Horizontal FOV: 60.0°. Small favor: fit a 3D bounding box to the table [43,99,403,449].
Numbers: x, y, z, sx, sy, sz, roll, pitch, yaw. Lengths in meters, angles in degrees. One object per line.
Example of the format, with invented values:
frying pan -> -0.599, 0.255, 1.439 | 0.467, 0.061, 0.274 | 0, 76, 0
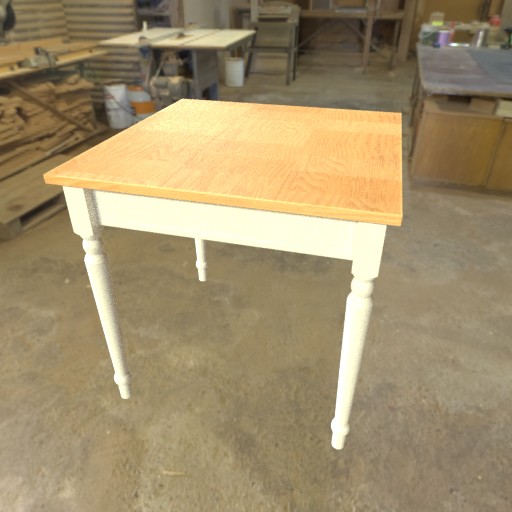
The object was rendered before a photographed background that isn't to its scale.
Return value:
table -> 0.000, 0.000, 1.371 | 0.747, 0.738, 0.747 | 8, 33, 13
